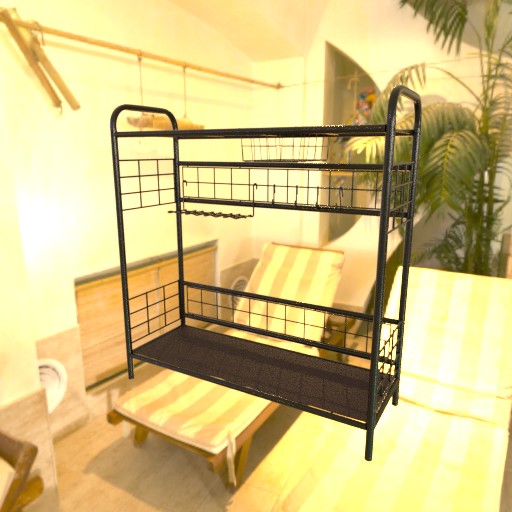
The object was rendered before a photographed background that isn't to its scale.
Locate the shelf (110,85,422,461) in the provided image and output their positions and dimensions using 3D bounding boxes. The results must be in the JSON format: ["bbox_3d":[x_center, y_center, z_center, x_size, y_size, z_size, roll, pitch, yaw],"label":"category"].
[{"bbox_3d":[0.000,0.000,1.526,0.961,1.026,0.350,8,15,29],"label":"shelf"}]
